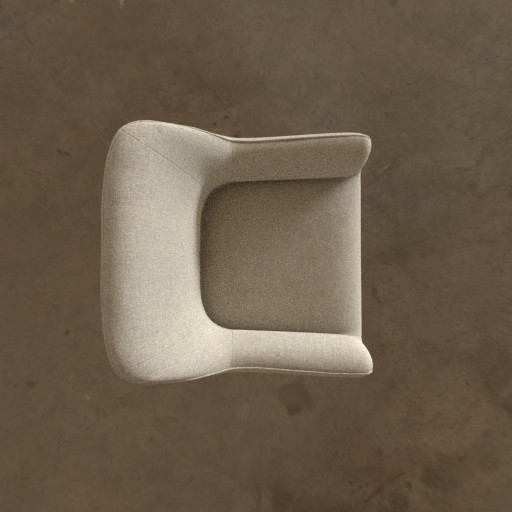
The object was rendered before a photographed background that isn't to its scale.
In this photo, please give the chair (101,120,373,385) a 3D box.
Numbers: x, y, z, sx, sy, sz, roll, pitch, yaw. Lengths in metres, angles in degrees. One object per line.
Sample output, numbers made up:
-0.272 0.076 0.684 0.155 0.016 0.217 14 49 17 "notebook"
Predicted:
0.000 0.000 1.269 0.610 0.813 0.610 0 88 1 "chair"
